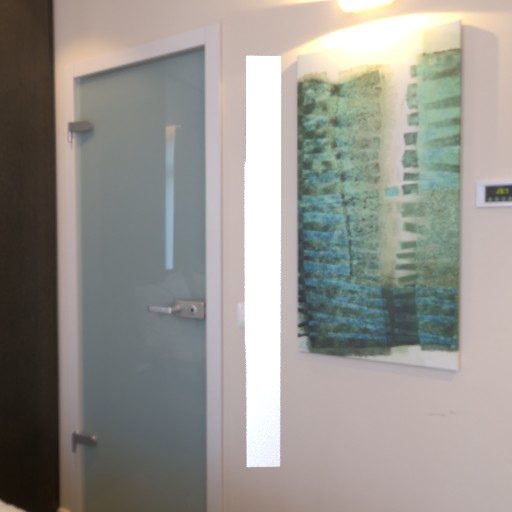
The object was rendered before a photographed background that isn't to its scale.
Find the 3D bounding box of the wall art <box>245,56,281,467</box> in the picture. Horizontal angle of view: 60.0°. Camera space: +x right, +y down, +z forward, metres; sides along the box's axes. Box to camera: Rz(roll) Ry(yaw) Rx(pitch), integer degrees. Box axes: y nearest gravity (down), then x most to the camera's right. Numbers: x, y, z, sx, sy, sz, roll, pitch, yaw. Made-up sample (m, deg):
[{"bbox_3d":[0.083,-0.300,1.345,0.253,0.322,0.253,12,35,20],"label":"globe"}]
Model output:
[{"bbox_3d":[0.000,0.000,1.392,0.066,0.801,1.056,0,2,-2],"label":"wall art"}]
